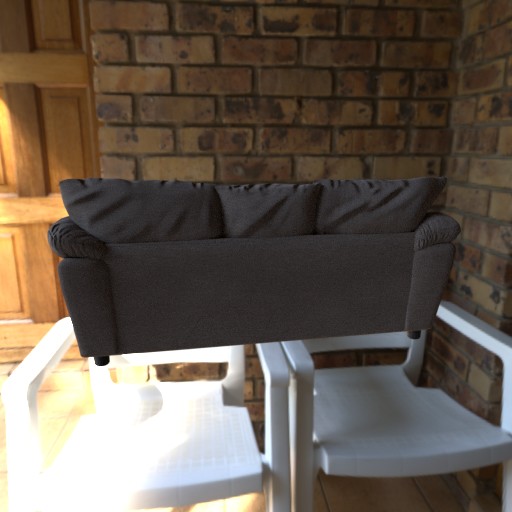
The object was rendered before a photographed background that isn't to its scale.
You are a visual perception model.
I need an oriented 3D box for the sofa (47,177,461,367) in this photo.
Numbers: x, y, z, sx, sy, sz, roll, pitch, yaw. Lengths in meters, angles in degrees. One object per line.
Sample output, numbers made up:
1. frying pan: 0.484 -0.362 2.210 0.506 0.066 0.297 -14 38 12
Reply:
1. sofa: 0.000 0.000 2.836 2.390 1.043 0.927 -3 14 -11
